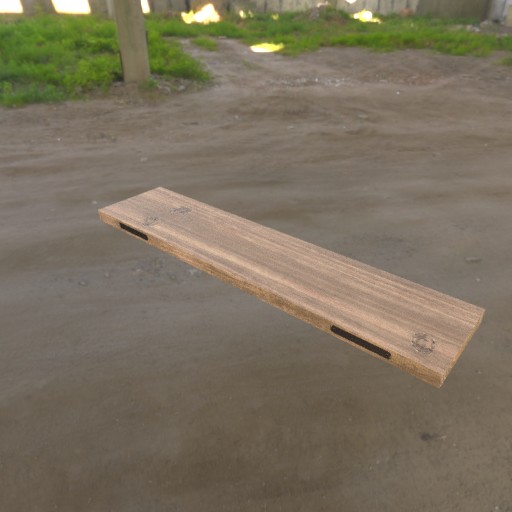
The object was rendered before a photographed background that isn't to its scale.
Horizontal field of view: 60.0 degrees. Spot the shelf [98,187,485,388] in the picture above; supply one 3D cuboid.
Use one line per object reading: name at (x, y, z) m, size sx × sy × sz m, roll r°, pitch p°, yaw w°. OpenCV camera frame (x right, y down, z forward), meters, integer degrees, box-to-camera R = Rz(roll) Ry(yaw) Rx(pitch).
shelf at (0.000, 0.000, 0.665) m, size 0.610 × 0.020 × 0.140 m, roll 23°, pitch 38°, yaw 33°
